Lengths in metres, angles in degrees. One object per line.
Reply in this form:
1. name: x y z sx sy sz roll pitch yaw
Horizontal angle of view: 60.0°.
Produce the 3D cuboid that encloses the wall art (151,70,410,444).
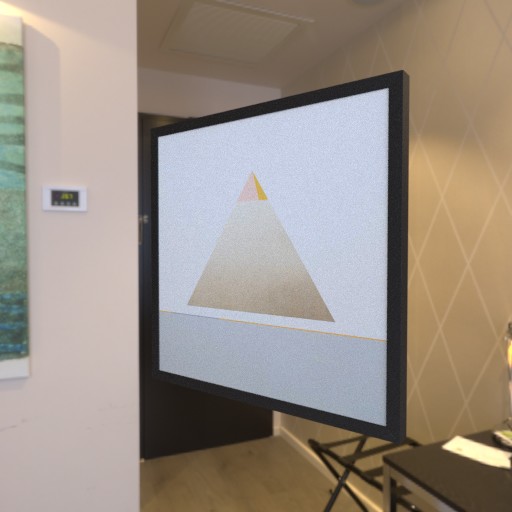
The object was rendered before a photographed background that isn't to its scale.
1. wall art: 0.000 0.000 1.150 0.769 0.766 0.042 1 2 36
